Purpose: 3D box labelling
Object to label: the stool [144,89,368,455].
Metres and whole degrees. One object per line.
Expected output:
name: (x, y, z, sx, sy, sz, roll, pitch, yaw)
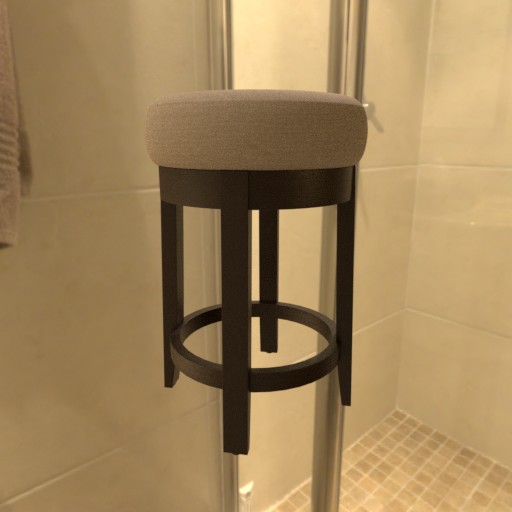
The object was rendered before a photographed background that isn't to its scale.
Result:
stool: (0.000, 0.000, 0.970, 0.443, 0.672, 0.443, 0, 15, 0)
